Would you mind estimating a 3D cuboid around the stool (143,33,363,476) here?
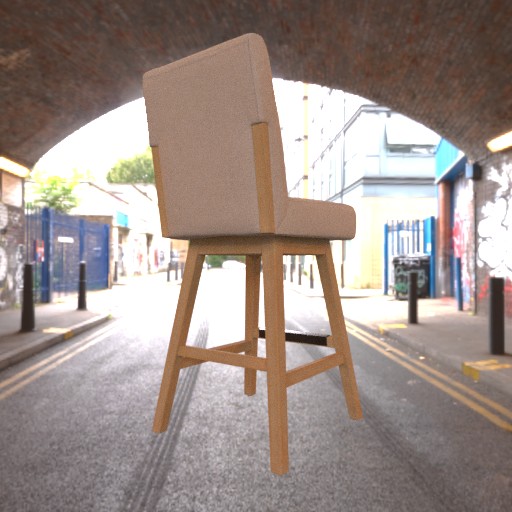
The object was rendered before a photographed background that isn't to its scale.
[{"bbox_3d":[0.000,0.000,1.305,0.446,1.015,0.543,0,-1,36],"label":"stool"}]
